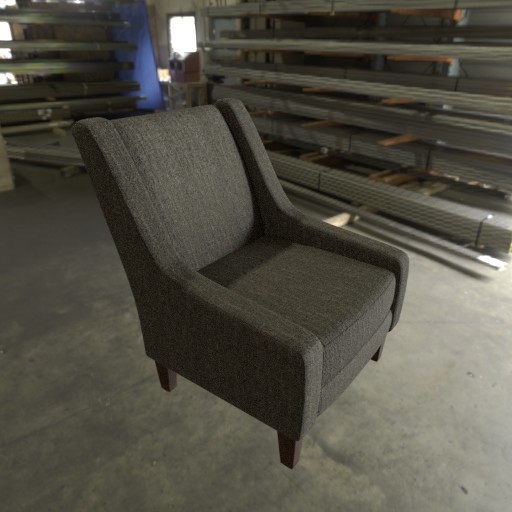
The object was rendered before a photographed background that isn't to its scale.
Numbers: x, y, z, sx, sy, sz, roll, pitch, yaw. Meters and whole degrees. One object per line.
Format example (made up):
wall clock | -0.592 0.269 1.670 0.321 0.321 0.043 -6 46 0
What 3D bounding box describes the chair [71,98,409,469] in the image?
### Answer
chair | 0.000 0.000 1.678 0.944 1.012 0.793 19 32 33
